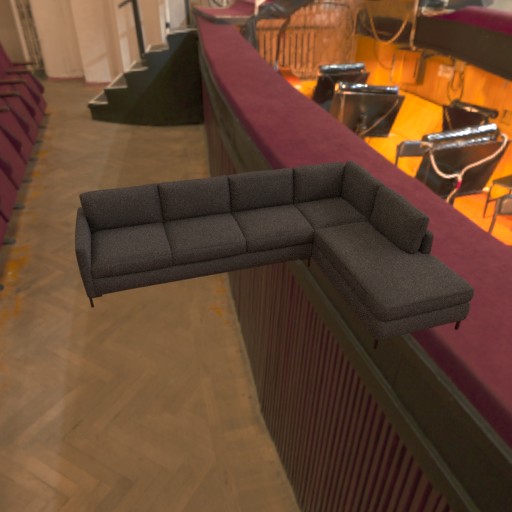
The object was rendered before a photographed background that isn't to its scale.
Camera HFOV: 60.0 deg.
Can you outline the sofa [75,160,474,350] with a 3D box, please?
[{"bbox_3d":[0.000,0.000,3.827,2.949,0.815,2.007,-10,34,-15],"label":"sofa"}]
